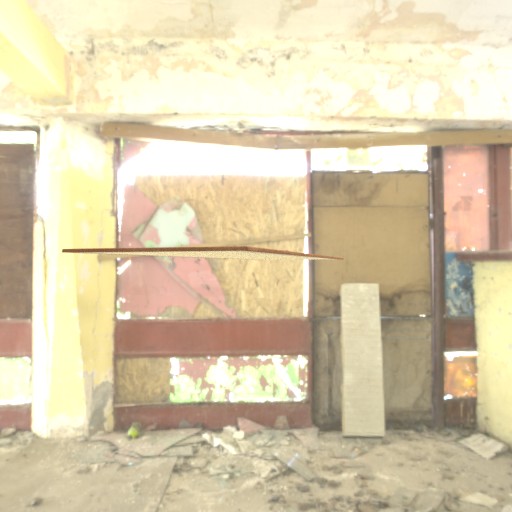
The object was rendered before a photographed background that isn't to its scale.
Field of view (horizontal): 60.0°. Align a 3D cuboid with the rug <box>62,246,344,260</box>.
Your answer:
[{"bbox_3d":[0.000,0.000,2.729,0.764,0.017,2.439,0,-1,18],"label":"rug"}]
